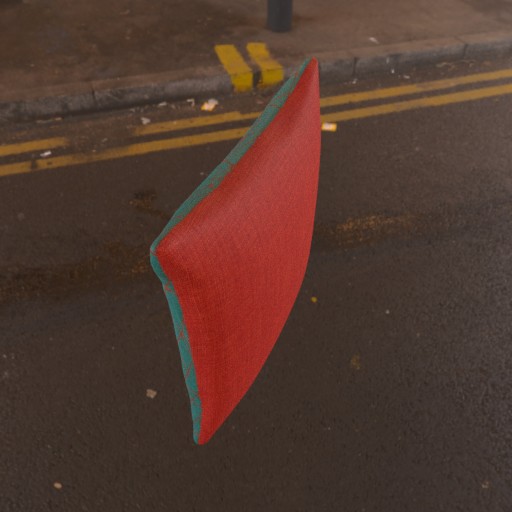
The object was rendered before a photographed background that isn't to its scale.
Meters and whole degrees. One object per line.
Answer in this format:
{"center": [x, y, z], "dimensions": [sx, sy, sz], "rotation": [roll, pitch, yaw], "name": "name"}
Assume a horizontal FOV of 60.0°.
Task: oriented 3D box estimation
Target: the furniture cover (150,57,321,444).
{"center": [0.000, 0.000, 0.785], "dimensions": [0.158, 0.508, 0.517], "rotation": [17, 48, 16], "name": "furniture cover"}
